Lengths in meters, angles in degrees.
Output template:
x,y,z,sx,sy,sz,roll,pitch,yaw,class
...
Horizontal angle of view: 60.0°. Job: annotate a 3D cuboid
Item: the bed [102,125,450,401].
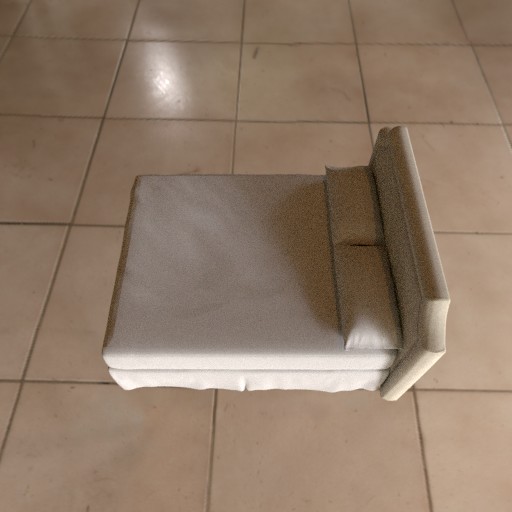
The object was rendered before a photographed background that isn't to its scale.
x,y,z,sx,sy,sz,roll,pitch,yaw,class
0.000,0.000,3.320,2.164,1.297,1.828,0,58,0,bed
